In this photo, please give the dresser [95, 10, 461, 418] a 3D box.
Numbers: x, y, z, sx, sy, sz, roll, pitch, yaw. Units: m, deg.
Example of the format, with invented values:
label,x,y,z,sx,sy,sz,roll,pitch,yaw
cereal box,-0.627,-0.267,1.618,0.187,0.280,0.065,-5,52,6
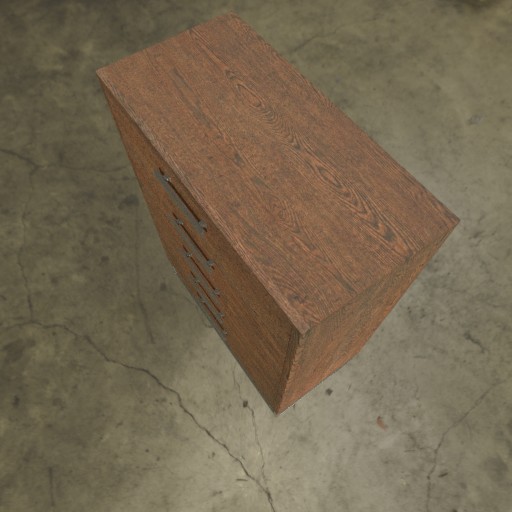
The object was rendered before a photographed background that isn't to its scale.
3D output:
label,x,y,z,sx,sy,sz,roll,pitch,yaw
dresser,0.000,0.000,1.748,0.508,1.321,0.965,-32,67,-15
